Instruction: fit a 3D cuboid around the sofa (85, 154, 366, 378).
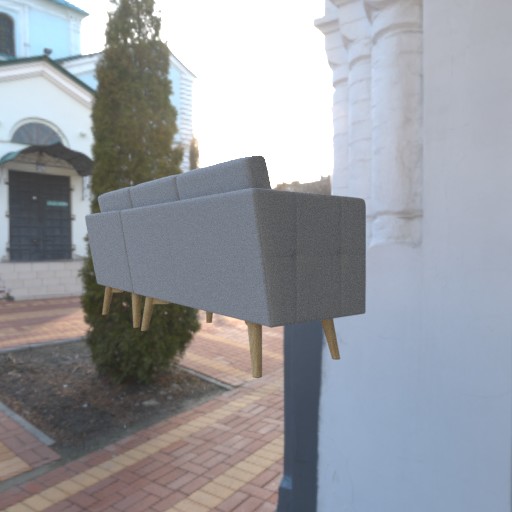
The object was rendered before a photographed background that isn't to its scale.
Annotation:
[{"bbox_3d":[0.000,0.000,2.793,1.530,0.860,2.040,-1,2,-37],"label":"sofa"}]
